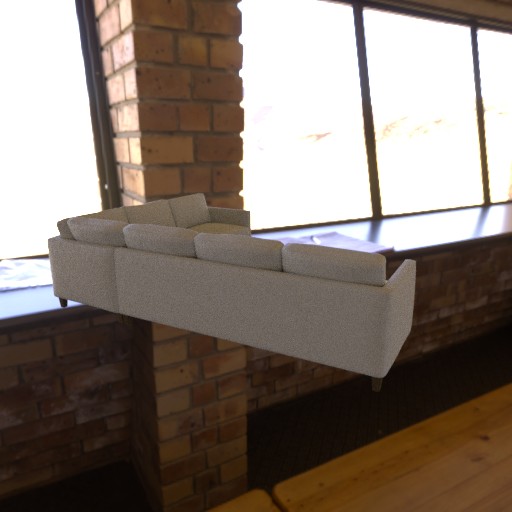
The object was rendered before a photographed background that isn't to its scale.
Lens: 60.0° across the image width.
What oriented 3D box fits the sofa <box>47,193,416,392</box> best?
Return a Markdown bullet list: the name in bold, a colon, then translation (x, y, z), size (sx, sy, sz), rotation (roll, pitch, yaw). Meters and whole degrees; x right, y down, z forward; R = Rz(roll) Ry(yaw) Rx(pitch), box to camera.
- **sofa**: translation (0.000, 0.000, 4.632), size (3.333, 0.934, 2.522), rotation (8, 17, 28)
